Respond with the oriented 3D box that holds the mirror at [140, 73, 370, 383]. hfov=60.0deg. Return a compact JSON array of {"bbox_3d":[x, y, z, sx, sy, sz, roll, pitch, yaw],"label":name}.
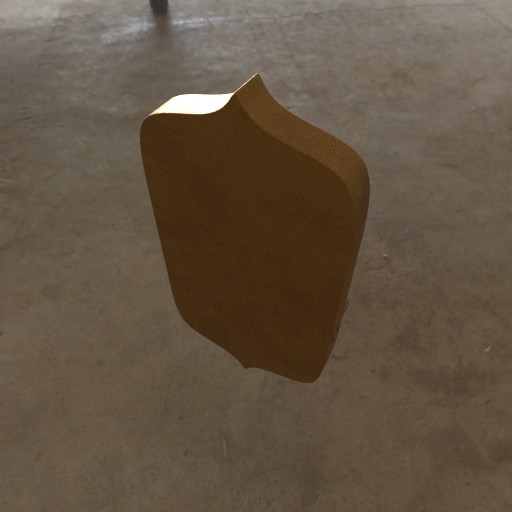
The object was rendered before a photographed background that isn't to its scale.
[{"bbox_3d":[0.000,0.000,0.730,0.323,0.613,0.096,22,52,19],"label":"mirror"}]
